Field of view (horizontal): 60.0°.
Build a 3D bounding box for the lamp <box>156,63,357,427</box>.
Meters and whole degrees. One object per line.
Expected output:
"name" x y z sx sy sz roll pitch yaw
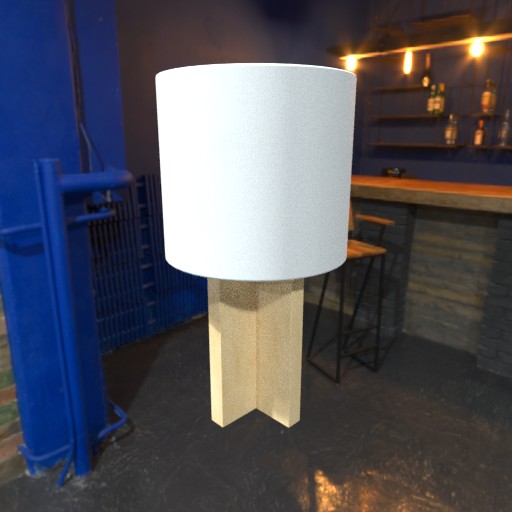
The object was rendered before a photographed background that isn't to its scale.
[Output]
"lamp" 0.000 0.000 0.571 0.229 0.428 0.229 -15 21 -43
